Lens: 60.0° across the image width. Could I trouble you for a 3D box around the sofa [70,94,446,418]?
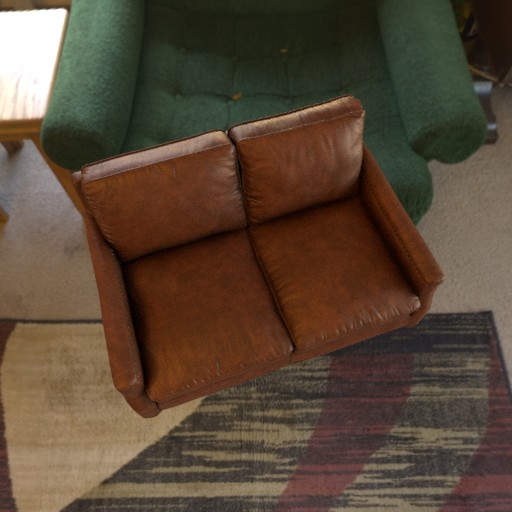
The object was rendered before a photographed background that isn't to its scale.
[{"bbox_3d":[0.000,0.000,2.294,1.628,1.003,1.083,-17,65,-8],"label":"sofa"}]
